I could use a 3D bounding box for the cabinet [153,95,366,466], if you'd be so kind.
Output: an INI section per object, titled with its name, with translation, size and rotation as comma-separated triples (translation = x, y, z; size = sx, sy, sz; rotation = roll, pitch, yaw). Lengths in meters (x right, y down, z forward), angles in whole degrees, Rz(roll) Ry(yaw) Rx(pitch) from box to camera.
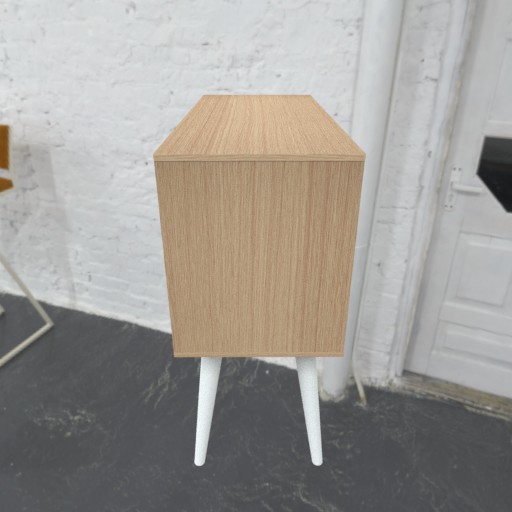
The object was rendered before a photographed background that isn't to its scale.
[cabinet]
translation = 0.000, 0.000, 1.652
size = 0.470, 1.016, 1.057
rotation = 0, 26, 0
